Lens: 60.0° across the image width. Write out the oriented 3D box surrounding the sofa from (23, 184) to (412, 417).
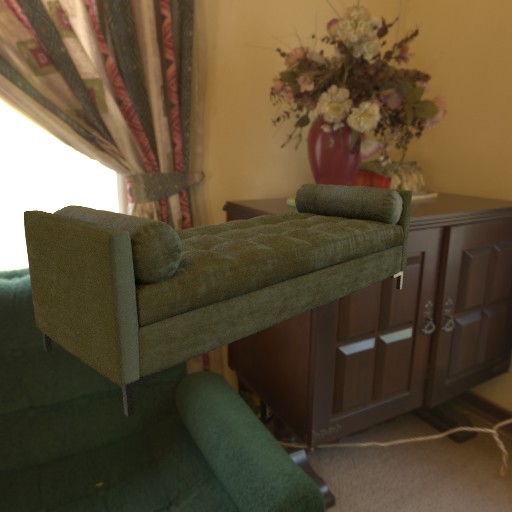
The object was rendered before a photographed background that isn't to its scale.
[{"bbox_3d":[0.000,0.000,2.441,0.817,0.681,2.130,13,19,43],"label":"sofa"}]
